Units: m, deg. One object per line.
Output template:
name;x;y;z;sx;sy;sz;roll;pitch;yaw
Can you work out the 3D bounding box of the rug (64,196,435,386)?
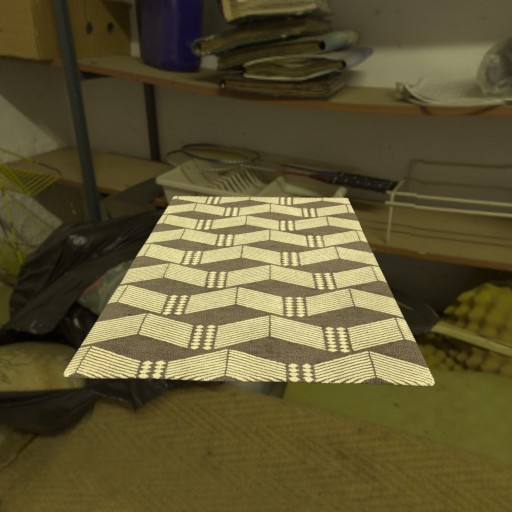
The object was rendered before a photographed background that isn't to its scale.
rug;0.000;0.000;2.253;1.210;0.016;1.833;1;26;2
